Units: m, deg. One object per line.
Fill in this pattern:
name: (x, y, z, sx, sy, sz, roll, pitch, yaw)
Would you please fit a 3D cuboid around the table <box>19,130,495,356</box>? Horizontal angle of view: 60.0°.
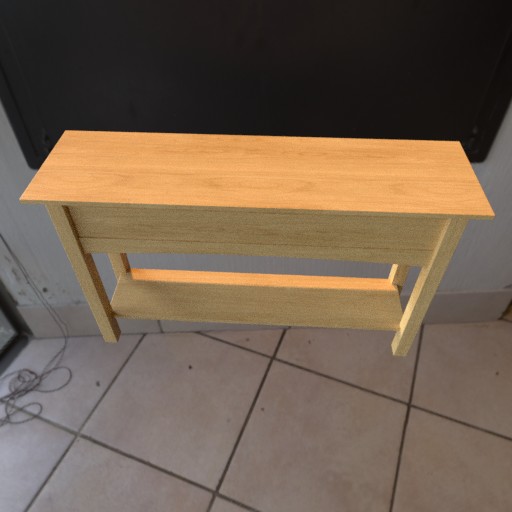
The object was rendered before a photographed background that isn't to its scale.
table: (0.000, 0.000, 1.535, 1.240, 0.730, 0.350, 2, 46, 2)
